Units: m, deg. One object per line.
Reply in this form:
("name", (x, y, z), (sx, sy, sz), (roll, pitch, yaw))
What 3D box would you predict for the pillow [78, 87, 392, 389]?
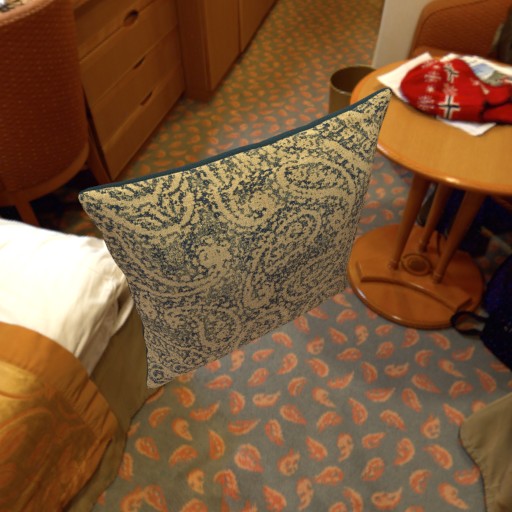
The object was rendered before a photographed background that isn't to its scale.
("pillow", (0.000, 0.000, 0.817), (0.523, 0.510, 0.166), (-24, 52, -20))
